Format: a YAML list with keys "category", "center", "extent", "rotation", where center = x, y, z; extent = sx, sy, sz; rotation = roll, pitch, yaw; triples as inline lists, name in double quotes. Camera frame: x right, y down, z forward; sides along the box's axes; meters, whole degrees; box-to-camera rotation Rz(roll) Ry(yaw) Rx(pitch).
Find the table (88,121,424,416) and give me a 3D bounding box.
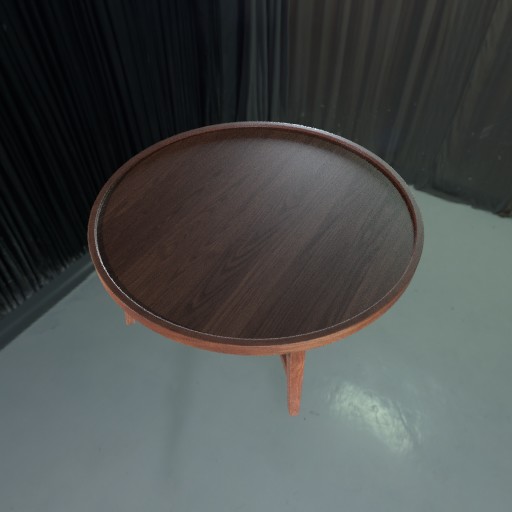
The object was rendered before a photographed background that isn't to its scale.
- category: "table"
  center: [0.000, 0.000, 1.220]
  extent: [0.800, 0.360, 0.800]
  rotation: [0, 47, 0]
